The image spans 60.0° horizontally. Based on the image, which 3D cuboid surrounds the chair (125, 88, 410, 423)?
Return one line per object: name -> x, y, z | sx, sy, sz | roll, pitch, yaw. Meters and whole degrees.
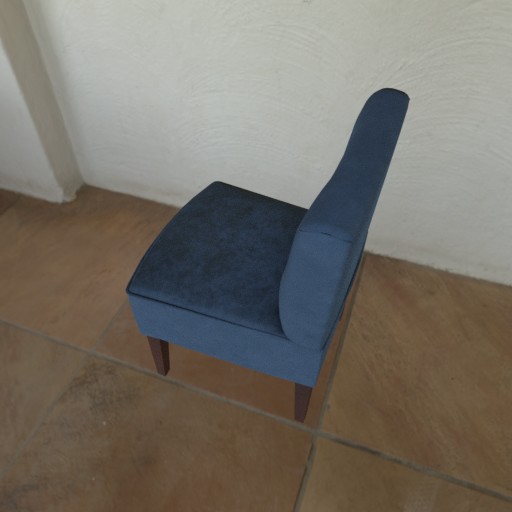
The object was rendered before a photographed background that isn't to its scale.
chair -> 0.000, 0.000, 1.181 | 0.551, 0.806, 0.521 | 17, 49, 16
